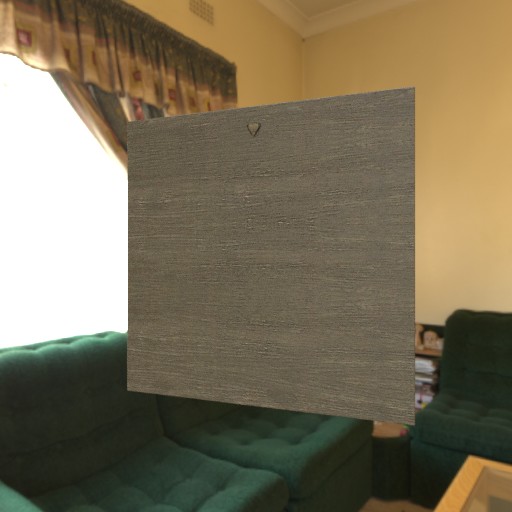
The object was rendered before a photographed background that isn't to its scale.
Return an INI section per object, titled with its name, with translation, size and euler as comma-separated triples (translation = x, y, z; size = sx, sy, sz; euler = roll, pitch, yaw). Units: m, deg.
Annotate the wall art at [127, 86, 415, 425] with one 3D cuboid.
[wall art]
translation = 0.000, 0.000, 0.685
size = 0.462, 0.459, 0.027
euler = 0, 0, 20
